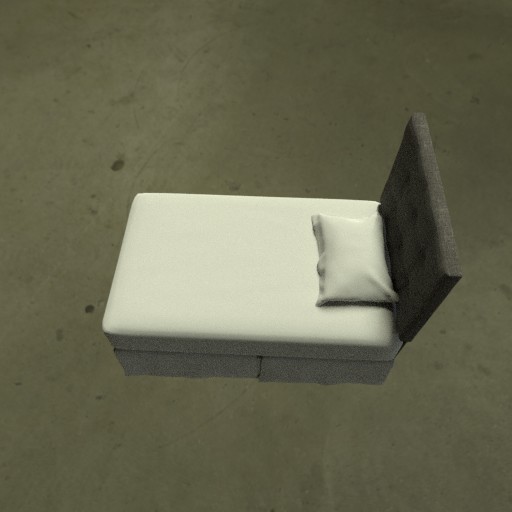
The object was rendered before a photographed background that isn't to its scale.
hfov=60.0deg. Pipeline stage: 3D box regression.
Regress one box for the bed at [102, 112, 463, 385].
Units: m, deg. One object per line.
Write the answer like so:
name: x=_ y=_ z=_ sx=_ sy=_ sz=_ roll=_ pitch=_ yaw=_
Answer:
bed: x=0.000 y=0.000 z=3.015 sx=1.997 sy=1.571 sz=1.261 roll=2 pitch=57 yaw=1
